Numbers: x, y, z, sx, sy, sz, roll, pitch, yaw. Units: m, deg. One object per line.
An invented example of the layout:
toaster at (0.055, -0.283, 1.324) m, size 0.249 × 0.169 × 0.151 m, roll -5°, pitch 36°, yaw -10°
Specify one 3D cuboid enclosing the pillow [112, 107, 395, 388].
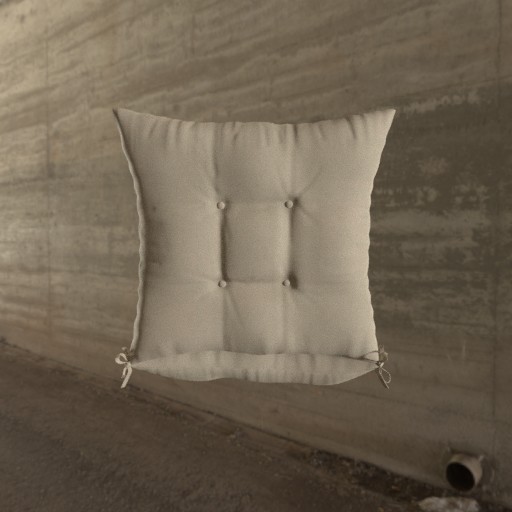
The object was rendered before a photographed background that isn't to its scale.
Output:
pillow at (0.000, 0.000, 1.033) m, size 0.541 × 0.536 × 0.585 m, roll 0°, pitch 1°, yaw 1°
